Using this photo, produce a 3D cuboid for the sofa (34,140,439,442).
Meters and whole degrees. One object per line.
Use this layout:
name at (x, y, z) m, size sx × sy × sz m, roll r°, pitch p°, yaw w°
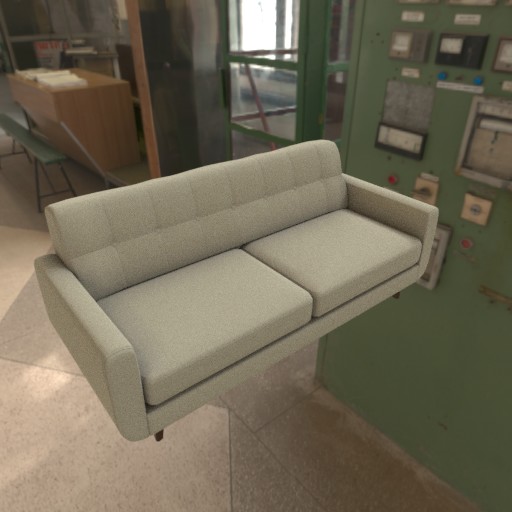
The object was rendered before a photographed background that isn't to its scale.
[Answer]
sofa at (0.000, 0.000, 2.541) m, size 2.137 × 0.892 × 0.980 m, roll -22°, pitch 37°, yaw -33°
